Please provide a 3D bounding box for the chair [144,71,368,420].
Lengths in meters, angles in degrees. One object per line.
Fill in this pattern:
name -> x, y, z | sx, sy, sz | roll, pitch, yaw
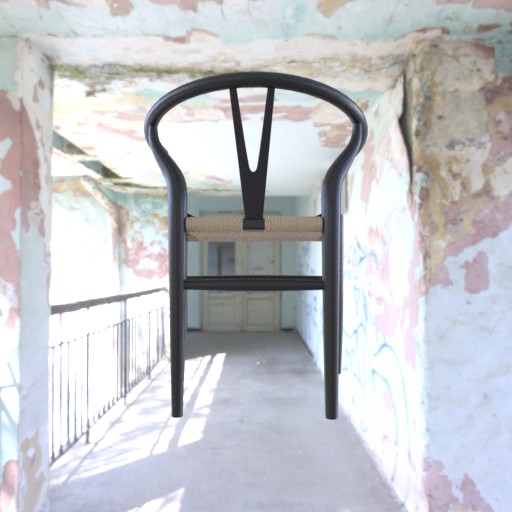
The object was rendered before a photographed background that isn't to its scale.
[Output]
chair -> 0.000, 0.000, 1.165 | 0.570, 0.739, 0.570 | 0, -1, 2
